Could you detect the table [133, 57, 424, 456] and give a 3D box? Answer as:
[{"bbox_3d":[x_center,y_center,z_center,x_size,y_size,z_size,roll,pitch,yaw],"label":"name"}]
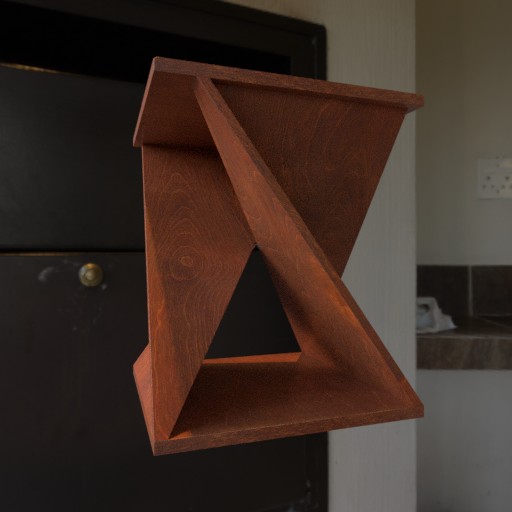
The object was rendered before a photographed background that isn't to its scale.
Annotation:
[{"bbox_3d":[0.000,0.000,0.847,0.427,0.520,0.427,0,0,-19],"label":"table"}]
